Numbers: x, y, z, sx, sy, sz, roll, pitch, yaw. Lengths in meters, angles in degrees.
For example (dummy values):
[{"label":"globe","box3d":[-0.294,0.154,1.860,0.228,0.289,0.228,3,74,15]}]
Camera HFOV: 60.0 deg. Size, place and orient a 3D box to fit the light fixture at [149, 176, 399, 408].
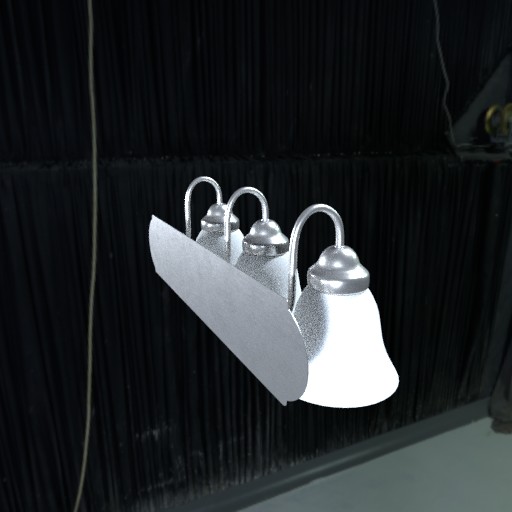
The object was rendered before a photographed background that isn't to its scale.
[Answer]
[{"label":"light fixture","box3d":[0.000,0.000,0.712,0.199,0.222,0.610,-8,17,-26]}]
